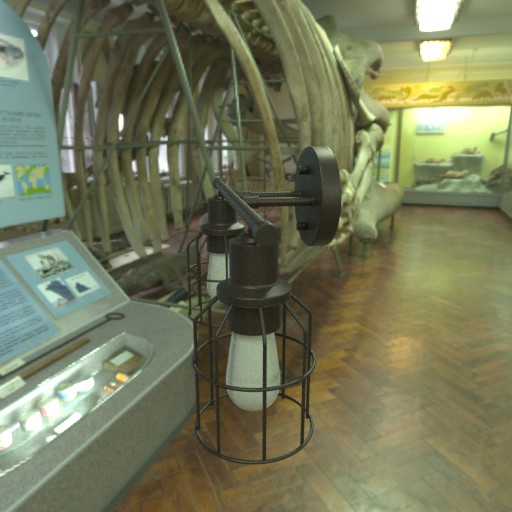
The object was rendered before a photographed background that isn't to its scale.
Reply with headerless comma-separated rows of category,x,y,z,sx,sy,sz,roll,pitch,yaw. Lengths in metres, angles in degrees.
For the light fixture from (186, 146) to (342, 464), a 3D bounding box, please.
light fixture,0.000,0.000,0.530,0.165,0.254,0.406,-2,15,-9
